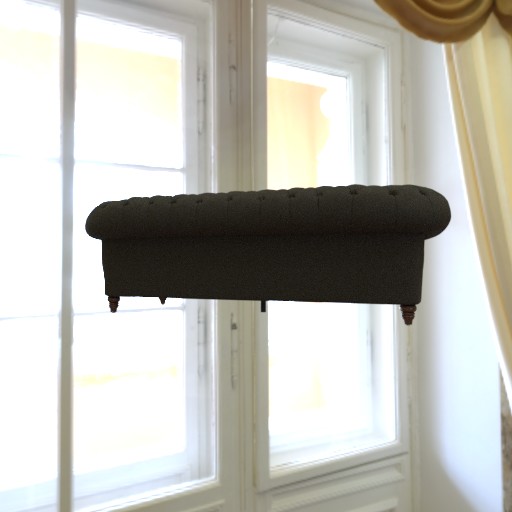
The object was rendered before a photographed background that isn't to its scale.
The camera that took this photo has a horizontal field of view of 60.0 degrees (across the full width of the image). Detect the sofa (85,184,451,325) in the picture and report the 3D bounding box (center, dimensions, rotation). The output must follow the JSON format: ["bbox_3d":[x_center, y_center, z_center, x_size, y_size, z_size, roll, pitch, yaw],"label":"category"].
[{"bbox_3d":[0.000,0.000,2.892,2.362,0.762,0.991,0,-1,19],"label":"sofa"}]
